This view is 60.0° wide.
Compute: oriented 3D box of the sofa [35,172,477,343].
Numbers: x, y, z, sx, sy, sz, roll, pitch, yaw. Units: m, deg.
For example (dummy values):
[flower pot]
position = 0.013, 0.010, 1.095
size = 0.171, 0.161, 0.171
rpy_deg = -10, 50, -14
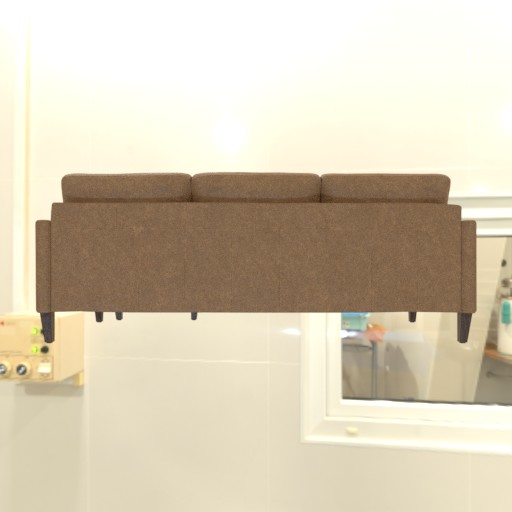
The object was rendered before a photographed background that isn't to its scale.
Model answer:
[sofa]
position = 0.000, 0.000, 2.911
size = 2.178, 0.876, 1.506
rpy_deg = 0, 0, 0
